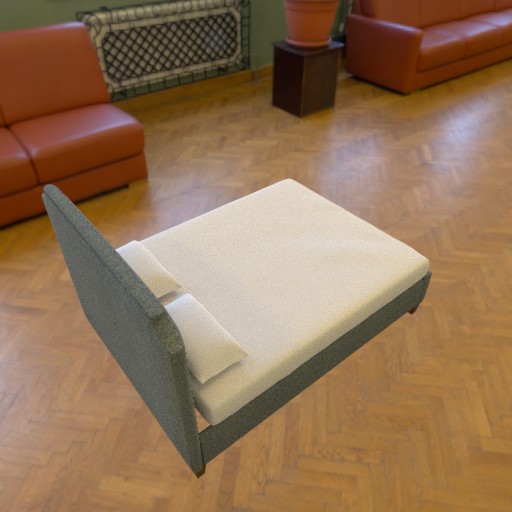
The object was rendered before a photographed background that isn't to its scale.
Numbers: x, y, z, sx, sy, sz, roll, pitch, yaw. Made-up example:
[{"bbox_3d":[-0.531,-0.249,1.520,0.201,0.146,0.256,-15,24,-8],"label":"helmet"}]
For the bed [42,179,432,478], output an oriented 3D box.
[{"bbox_3d":[0.000,0.000,3.380,2.372,1.443,1.712,-27,47,-29],"label":"bed"}]
